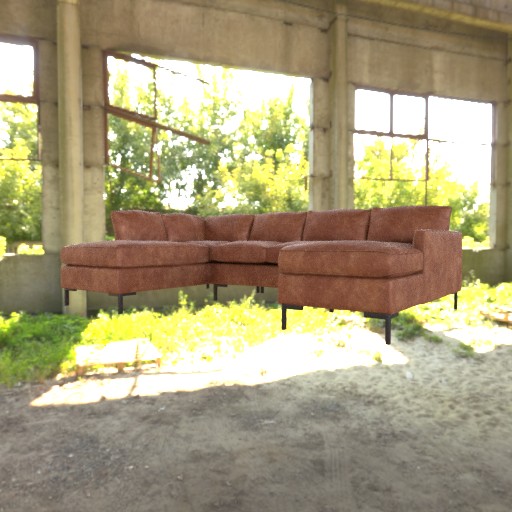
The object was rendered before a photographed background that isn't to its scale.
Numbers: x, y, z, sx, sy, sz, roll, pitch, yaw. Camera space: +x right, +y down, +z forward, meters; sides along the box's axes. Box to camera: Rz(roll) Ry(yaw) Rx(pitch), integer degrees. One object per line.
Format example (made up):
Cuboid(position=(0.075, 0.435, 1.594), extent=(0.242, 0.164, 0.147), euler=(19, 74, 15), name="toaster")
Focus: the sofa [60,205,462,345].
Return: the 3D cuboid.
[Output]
Cuboid(position=(0.000, 0.000, 3.851), extent=(2.956, 0.900, 1.939), euler=(1, 2, 36), name="sofa")
